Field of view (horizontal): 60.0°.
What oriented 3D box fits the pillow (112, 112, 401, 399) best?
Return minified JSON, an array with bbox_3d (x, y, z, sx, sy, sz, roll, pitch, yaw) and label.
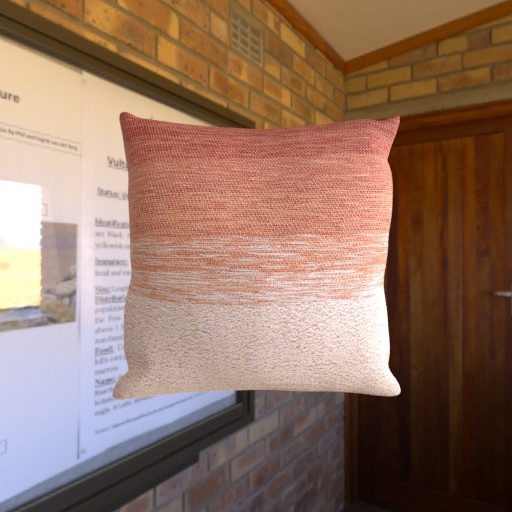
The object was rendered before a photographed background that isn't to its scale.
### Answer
[{"bbox_3d":[0.000,0.000,0.673,0.440,0.441,0.182,0,-1,0],"label":"pillow"}]
